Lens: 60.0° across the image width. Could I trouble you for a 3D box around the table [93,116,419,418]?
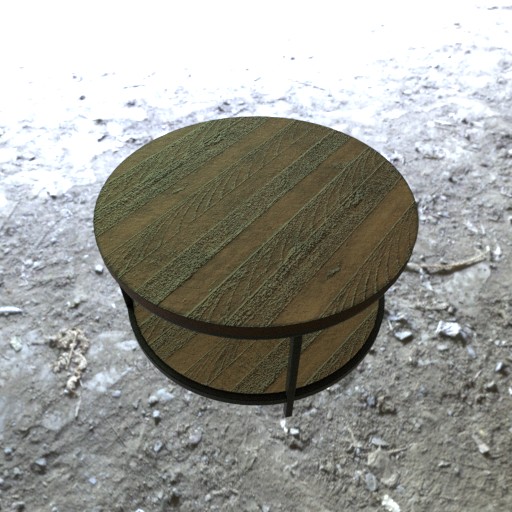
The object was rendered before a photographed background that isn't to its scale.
[{"bbox_3d":[0.000,0.000,1.341,0.837,0.462,0.837,0,46,0],"label":"table"}]
